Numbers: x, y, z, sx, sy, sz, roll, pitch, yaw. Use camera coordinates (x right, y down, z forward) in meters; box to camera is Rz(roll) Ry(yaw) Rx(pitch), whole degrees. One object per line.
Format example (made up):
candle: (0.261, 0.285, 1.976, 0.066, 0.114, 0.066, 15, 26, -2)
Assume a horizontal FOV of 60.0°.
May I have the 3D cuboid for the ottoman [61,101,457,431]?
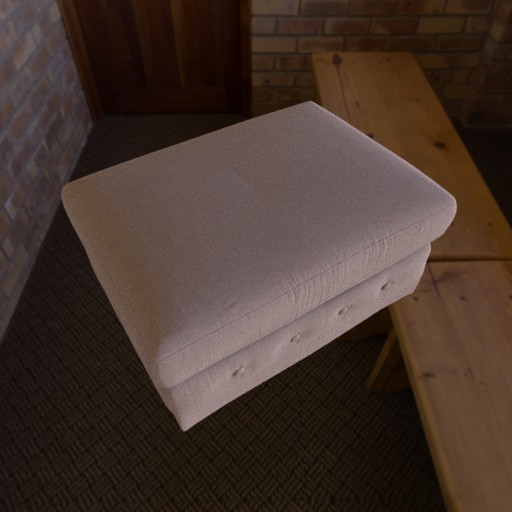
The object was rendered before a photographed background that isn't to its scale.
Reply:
ottoman: (0.000, 0.000, 1.167, 0.771, 0.500, 0.569, -25, 52, -22)
